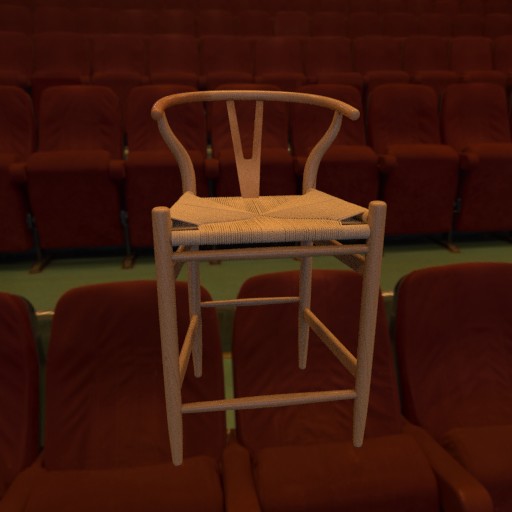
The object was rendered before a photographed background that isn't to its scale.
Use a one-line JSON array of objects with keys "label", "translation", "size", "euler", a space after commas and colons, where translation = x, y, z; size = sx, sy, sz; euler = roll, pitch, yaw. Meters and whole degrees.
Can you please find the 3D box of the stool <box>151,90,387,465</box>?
[{"label": "stool", "translation": [0.000, 0.000, 1.281], "size": [0.536, 0.923, 0.575], "euler": [-2, 18, -8]}]
